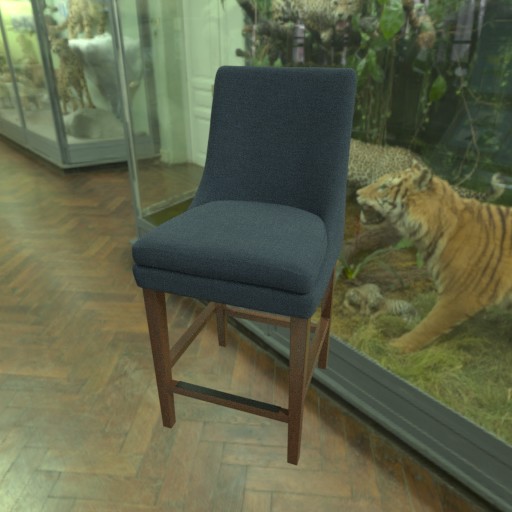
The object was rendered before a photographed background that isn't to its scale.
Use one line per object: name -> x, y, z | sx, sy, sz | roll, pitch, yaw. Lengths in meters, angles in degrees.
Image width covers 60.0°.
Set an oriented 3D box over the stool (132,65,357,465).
stool -> 0.000, 0.000, 1.279 | 0.470, 0.981, 0.577 | 9, 28, 17
